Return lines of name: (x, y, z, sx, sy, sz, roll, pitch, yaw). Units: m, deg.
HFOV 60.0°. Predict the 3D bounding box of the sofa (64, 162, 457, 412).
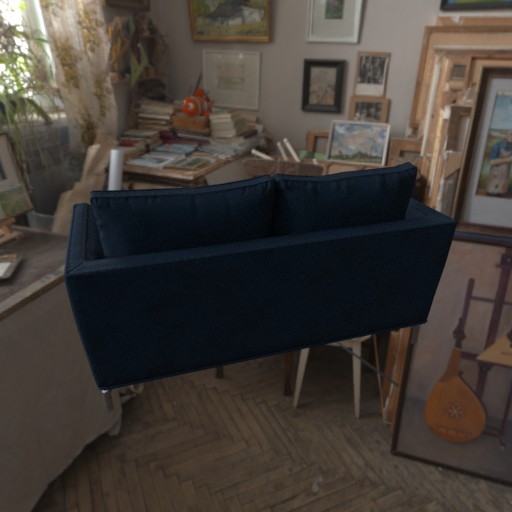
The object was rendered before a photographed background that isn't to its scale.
sofa: (0.000, 0.000, 2.337, 1.770, 1.002, 0.853, -8, 27, -16)
